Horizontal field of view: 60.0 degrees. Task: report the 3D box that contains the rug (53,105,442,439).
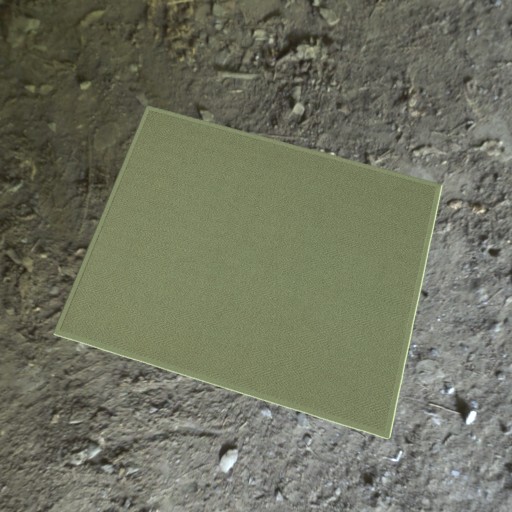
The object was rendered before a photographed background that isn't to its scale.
[{"bbox_3d":[0.000,0.000,4.108,3.051,0.020,2.407,16,76,4],"label":"rug"}]
